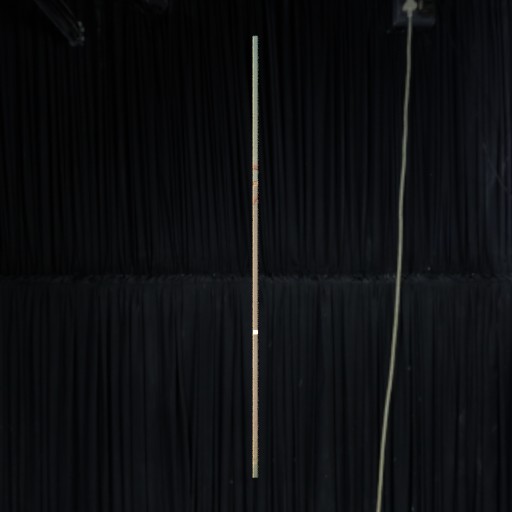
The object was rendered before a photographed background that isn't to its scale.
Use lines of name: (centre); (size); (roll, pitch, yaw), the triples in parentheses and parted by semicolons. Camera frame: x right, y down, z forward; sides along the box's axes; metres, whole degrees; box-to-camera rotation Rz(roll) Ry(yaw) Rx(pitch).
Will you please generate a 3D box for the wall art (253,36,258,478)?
wall art: (0.000, 0.000, 1.831); (0.013, 1.219, 1.214); (0, 1, 0)
